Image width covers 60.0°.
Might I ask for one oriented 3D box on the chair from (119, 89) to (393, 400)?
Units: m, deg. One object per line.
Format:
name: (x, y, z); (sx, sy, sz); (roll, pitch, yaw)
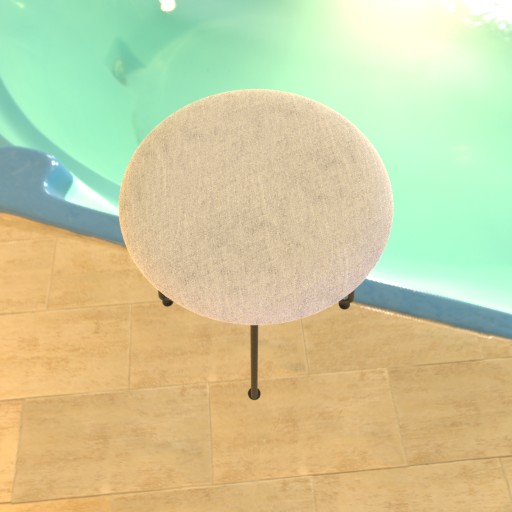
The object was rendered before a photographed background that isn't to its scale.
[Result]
chair: (0.000, 0.000, 0.646); (0.350, 0.386, 0.350); (1, 64, 0)
